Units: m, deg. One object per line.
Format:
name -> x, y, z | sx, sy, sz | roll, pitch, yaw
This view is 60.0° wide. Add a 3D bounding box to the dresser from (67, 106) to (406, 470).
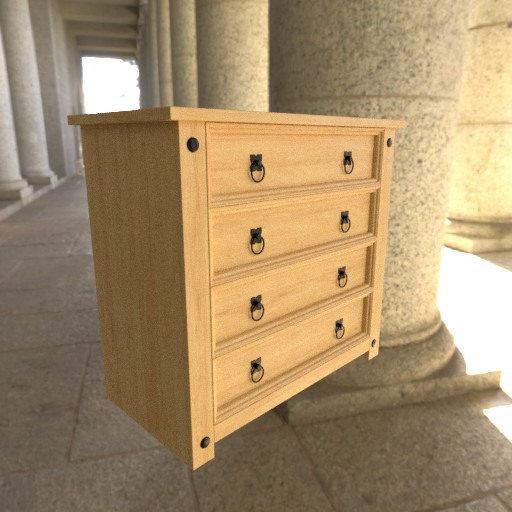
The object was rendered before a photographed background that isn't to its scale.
dresser -> 0.000, 0.000, 1.228 | 0.800, 0.730, 0.410 | -14, 20, -43
